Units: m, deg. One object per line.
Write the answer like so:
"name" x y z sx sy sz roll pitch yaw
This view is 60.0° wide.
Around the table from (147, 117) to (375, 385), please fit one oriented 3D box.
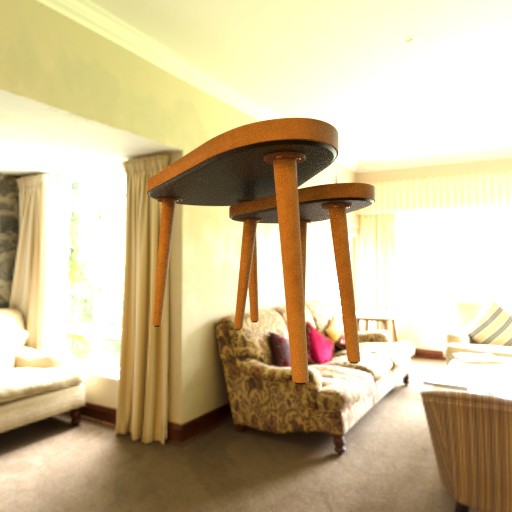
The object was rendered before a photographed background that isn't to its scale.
"table" 0.000 0.000 1.561 0.701 0.595 1.190 0 -1 -18
